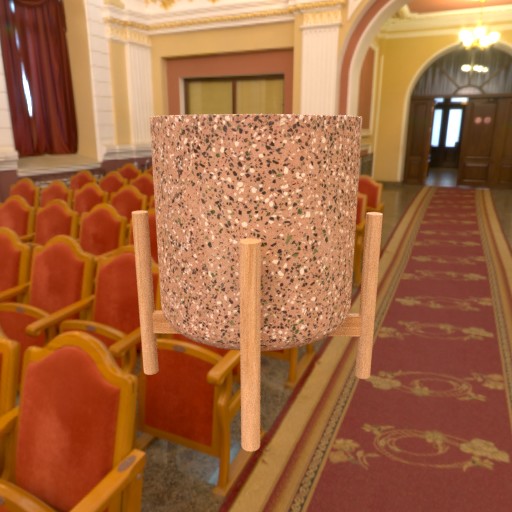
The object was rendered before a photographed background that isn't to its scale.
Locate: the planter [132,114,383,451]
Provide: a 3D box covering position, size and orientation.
[{"bbox_3d":[0.000,0.000,0.704,0.360,0.419,0.360,7,17,24],"label":"planter"}]
